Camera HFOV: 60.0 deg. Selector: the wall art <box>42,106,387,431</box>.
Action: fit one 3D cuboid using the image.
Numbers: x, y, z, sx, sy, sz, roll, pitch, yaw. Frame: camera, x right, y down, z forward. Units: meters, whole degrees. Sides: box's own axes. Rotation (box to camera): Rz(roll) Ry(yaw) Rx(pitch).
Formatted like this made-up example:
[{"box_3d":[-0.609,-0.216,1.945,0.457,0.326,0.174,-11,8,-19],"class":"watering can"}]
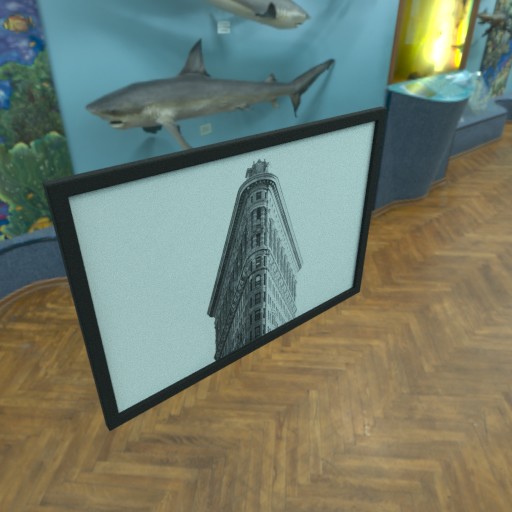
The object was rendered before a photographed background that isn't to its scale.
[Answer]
[{"box_3d":[0.000,0.000,1.208,0.958,0.656,0.026,-22,37,-32],"class":"wall art"}]
